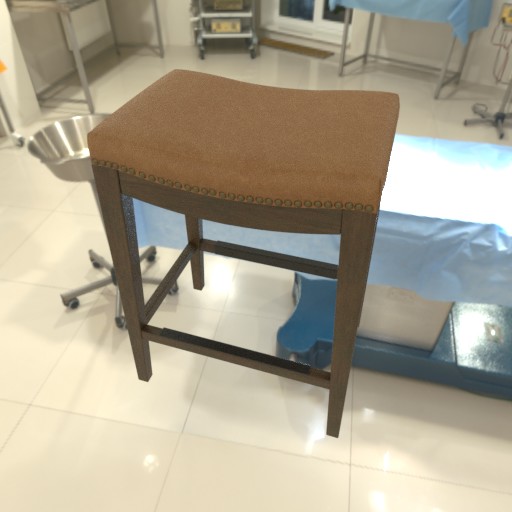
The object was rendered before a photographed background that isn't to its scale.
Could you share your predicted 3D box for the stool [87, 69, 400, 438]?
[{"bbox_3d":[0.000,0.000,0.967,0.500,0.660,0.361,12,42,13],"label":"stool"}]
